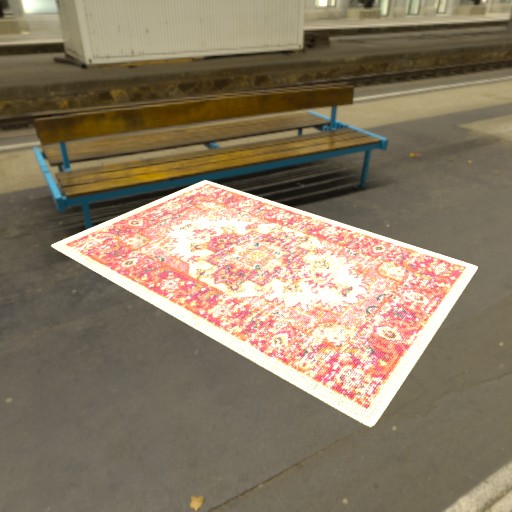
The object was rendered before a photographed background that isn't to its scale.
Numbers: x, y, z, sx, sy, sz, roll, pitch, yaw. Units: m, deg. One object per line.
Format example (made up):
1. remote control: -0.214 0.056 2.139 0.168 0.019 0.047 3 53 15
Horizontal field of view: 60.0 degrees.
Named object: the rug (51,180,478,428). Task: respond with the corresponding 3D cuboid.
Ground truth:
1. rug: 0.000 0.000 1.061 0.868 0.004 0.556 22 38 32
